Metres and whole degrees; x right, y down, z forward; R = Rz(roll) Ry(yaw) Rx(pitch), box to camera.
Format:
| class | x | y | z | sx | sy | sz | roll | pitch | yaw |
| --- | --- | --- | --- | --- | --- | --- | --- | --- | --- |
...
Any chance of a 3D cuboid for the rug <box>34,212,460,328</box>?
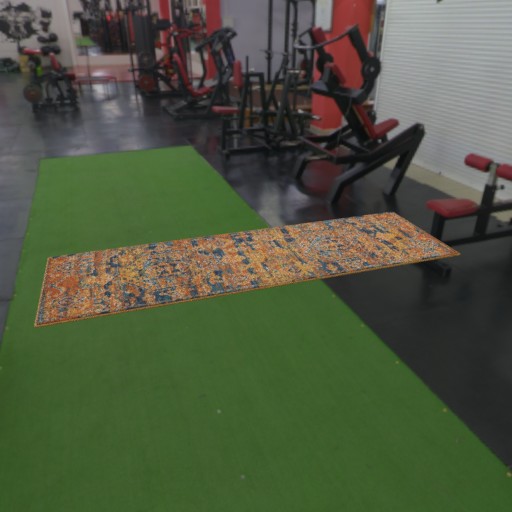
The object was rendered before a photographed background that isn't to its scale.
| class | x | y | z | sx | sy | sz | roll | pitch | yaw |
| --- | --- | --- | --- | --- | --- | --- | --- | --- | --- |
| rug | 0.000 | 0.000 | 2.040 | 1.820 | 0.013 | 0.556 | -8 | 29 | -16 |
